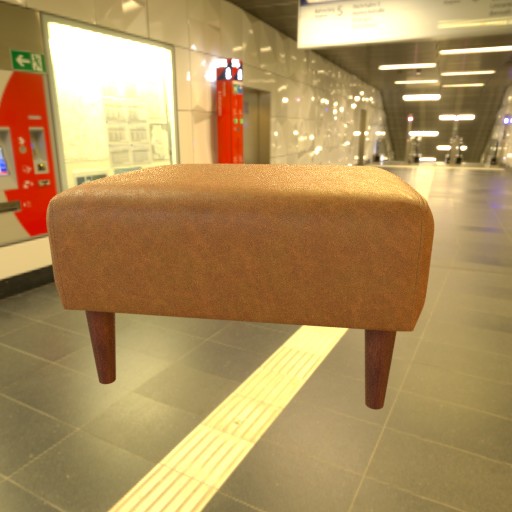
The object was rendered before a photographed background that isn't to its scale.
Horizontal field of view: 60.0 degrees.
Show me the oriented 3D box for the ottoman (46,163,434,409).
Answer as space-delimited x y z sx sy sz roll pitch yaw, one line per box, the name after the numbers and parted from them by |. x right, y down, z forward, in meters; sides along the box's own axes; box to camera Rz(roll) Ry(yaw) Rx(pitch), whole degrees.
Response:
0.000 0.000 1.032 0.650 0.399 0.650 2 16 9 | ottoman
